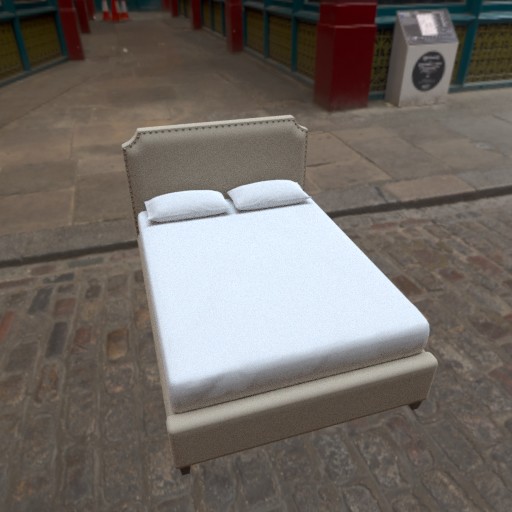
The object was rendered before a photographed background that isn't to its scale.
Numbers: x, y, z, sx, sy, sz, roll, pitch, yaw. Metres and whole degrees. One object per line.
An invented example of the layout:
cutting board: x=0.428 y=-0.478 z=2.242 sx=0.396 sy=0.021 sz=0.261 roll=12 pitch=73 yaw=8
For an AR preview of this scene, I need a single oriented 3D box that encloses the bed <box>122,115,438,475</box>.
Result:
bed: x=0.000 y=0.000 z=3.371 sx=1.703 sy=1.415 sz=2.329 roll=-10 pitch=34 yaw=-14
